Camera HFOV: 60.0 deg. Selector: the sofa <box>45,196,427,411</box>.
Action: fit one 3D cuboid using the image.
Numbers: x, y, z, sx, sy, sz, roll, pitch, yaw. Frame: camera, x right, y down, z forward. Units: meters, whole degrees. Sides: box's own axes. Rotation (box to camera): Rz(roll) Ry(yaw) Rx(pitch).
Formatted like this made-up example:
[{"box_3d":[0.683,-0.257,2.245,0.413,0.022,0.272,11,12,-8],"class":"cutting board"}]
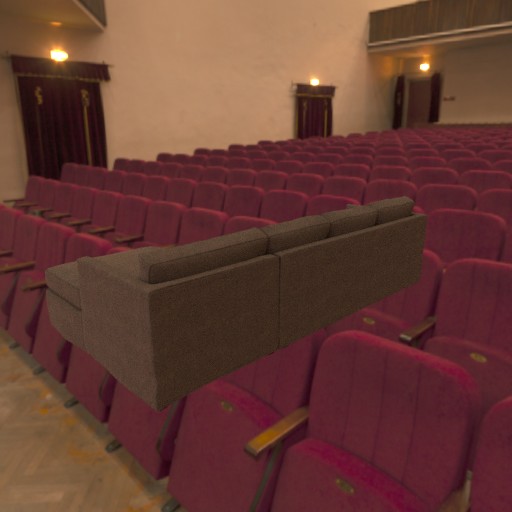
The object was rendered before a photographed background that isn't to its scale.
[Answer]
[{"box_3d":[0.000,0.000,3.996,3.205,0.922,1.650,-15,22,-42],"class":"sofa"}]
